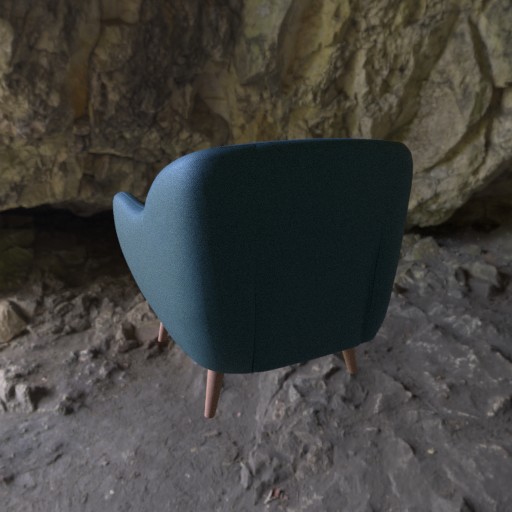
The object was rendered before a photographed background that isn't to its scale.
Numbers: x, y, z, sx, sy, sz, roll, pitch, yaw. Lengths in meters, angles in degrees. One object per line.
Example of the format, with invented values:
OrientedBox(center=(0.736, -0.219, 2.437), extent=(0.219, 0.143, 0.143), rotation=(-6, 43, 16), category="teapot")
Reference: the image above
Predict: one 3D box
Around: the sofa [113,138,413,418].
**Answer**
OrientedBox(center=(0.000, 0.000, 1.545), extent=(0.836, 0.817, 0.825), rotation=(-8, 19, -25), category="sofa")
